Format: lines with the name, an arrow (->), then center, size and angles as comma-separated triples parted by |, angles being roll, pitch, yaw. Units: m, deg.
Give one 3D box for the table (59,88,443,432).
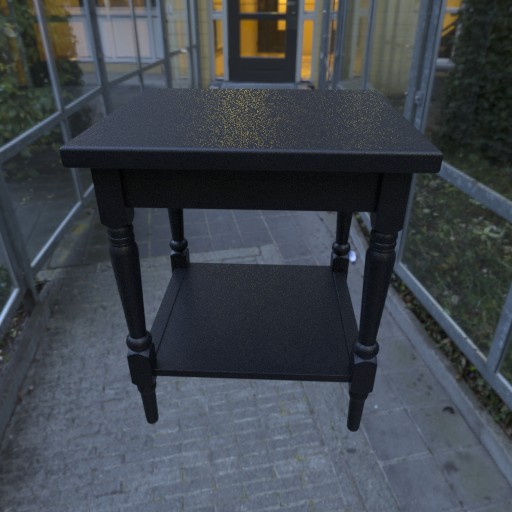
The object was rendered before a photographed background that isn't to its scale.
table -> 0.000, 0.000, 0.890 | 0.488, 0.565, 0.442 | 1, 30, 2
